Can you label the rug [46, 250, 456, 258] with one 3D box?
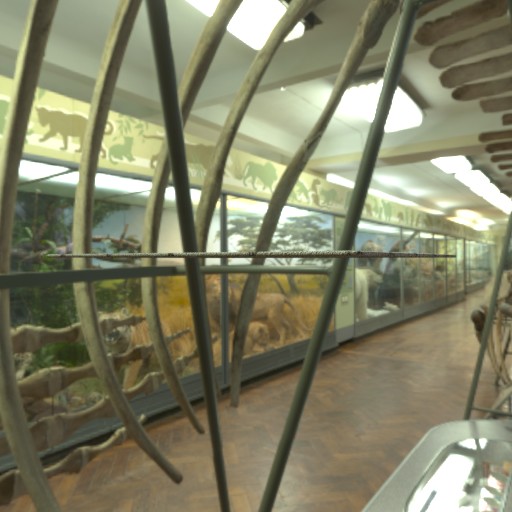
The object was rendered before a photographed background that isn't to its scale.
[{"bbox_3d":[0.000,0.000,4.188,3.047,0.029,2.438,0,-1,36],"label":"rug"}]
